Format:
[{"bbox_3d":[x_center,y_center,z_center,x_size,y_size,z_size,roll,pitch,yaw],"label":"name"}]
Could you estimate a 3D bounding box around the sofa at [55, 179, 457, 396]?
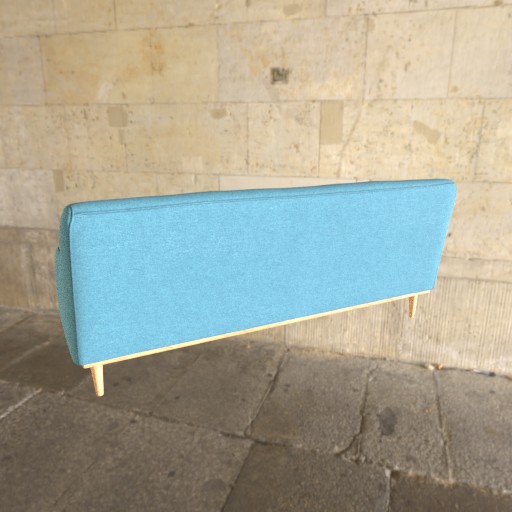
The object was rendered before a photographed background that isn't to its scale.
[{"bbox_3d":[0.000,0.000,2.492,2.057,0.871,0.978,-8,17,-26],"label":"sofa"}]
